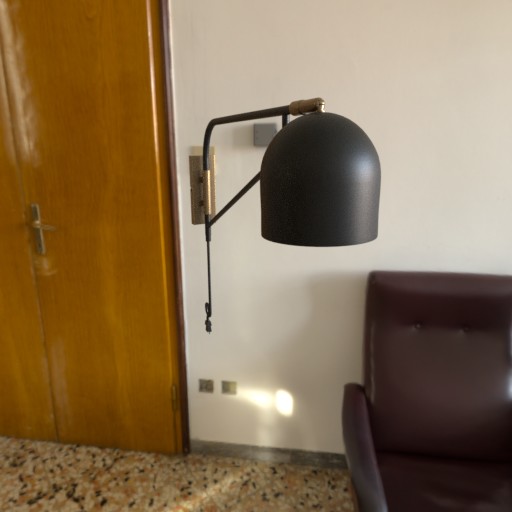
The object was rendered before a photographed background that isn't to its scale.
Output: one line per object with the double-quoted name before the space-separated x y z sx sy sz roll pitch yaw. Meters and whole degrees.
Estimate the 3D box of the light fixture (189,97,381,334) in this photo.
"light fixture" 0.000 0.000 1.070 0.215 0.696 0.720 -8 18 -26
